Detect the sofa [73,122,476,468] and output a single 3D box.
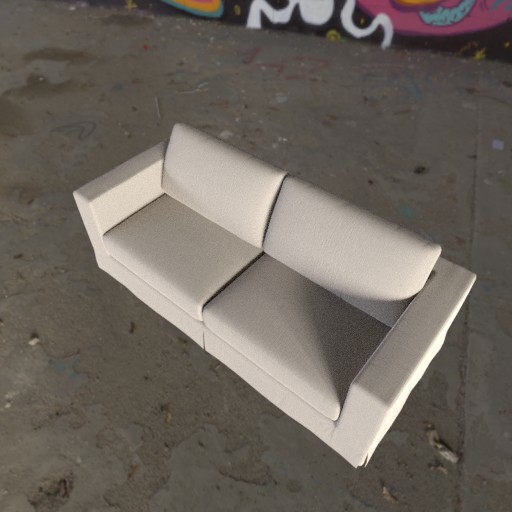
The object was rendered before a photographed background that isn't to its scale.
[{"bbox_3d":[0.000,0.000,2.603,2.163,0.881,0.954,31,54,26],"label":"sofa"}]
